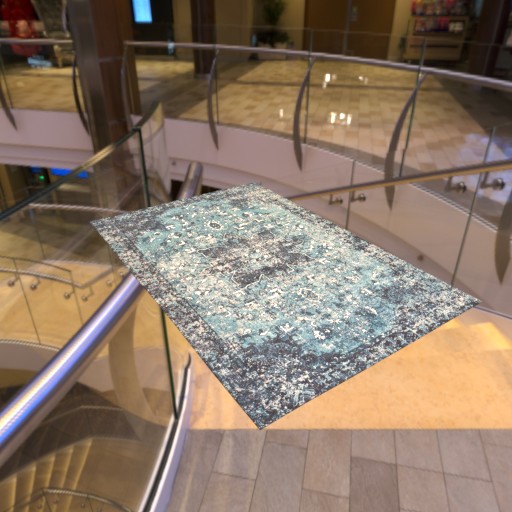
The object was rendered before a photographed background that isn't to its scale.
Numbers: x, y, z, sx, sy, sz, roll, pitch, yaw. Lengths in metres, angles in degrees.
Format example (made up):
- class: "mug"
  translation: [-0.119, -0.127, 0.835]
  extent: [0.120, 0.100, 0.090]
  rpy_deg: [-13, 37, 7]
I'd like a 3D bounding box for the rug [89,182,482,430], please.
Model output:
- class: "rug"
  translation: [0.000, 0.000, 2.349]
  extent: [1.219, 0.005, 1.828]
  rpy_deg: [-19, 35, -29]
